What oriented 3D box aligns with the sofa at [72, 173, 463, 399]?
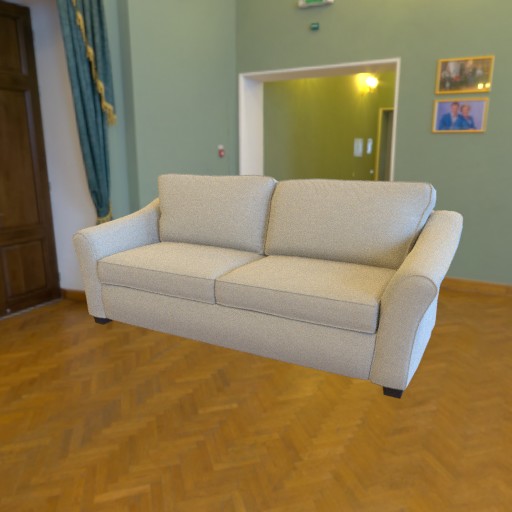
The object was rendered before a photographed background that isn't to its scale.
[{"bbox_3d":[0.000,0.000,2.776,2.270,0.965,0.980,7,15,27],"label":"sofa"}]
